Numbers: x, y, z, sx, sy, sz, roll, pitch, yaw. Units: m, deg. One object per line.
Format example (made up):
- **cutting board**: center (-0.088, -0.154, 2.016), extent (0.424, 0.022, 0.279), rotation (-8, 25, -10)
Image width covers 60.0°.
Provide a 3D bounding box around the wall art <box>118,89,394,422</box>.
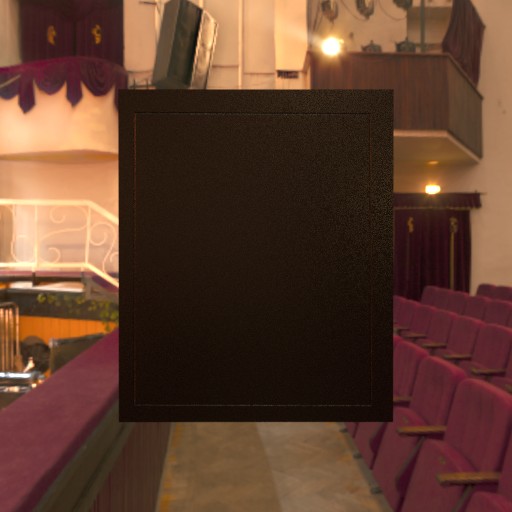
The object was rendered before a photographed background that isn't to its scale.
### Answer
- **wall art**: center (0.000, 0.000, 0.759), extent (0.461, 0.558, 0.031), rotation (0, 0, 0)
